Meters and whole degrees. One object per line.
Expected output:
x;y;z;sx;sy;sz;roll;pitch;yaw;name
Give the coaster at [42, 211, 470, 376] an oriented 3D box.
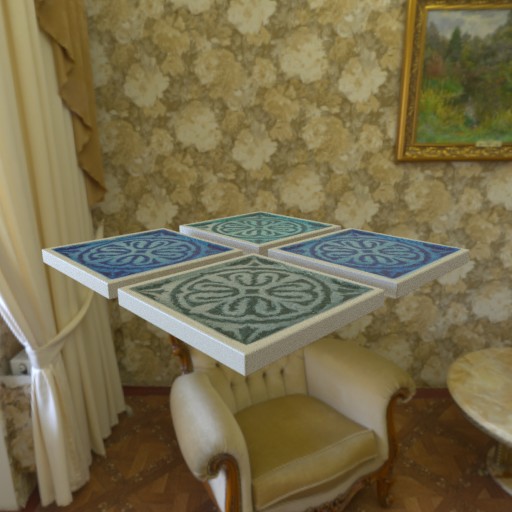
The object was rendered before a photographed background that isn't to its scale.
0.000;0.000;0.317;0.219;0.010;0.214;-15;22;-42;coaster
